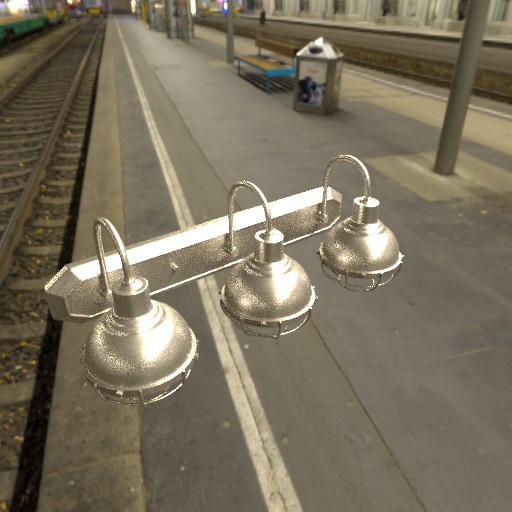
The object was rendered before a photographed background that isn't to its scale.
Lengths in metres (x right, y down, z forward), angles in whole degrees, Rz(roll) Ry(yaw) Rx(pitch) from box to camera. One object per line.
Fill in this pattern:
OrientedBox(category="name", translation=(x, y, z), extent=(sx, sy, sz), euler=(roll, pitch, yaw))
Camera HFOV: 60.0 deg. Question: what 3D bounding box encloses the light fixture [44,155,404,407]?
OrientedBox(category="light fixture", translation=(0.000, 0.000, 0.758), extent=(0.634, 0.254, 0.229), euler=(-21, 36, -32))
